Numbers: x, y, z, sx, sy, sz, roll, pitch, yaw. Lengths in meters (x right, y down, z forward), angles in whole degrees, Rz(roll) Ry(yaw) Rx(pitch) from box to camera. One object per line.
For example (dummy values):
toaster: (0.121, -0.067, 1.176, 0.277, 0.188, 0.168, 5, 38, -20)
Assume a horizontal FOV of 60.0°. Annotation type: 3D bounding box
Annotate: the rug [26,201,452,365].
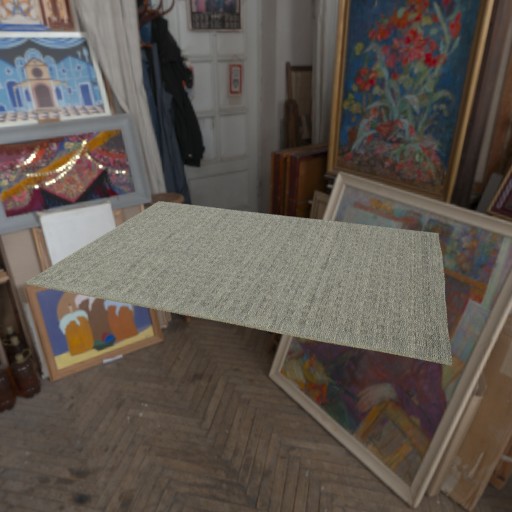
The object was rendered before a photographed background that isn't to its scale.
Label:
rug: (0.000, 0.000, 2.885, 2.297, 0.018, 1.532, 8, 27, 16)
